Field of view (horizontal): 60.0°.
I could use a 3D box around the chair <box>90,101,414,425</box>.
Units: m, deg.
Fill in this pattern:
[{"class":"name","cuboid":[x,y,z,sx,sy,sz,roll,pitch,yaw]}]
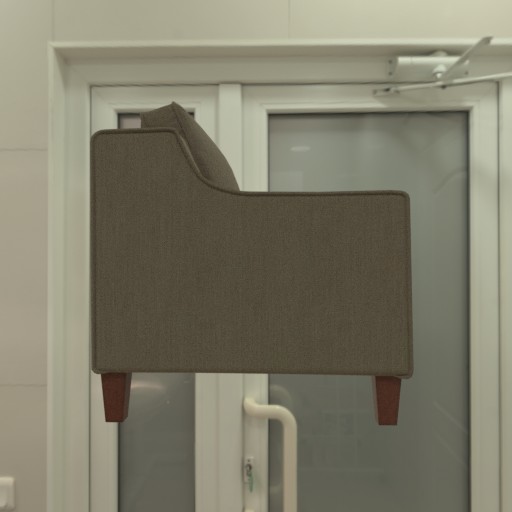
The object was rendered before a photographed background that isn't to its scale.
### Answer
[{"class":"chair","cuboid":[0.000,0.000,1.636,0.909,0.960,0.831,0,0,2]}]
